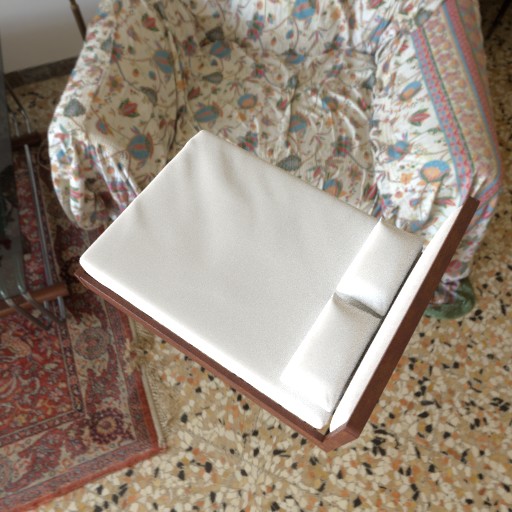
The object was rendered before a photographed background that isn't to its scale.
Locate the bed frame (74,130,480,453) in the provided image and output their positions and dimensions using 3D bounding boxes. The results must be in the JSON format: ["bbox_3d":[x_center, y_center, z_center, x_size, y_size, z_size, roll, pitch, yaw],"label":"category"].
[{"bbox_3d":[0.000,0.000,3.152,2.171,1.279,1.587,30,67,15],"label":"bed frame"}]
